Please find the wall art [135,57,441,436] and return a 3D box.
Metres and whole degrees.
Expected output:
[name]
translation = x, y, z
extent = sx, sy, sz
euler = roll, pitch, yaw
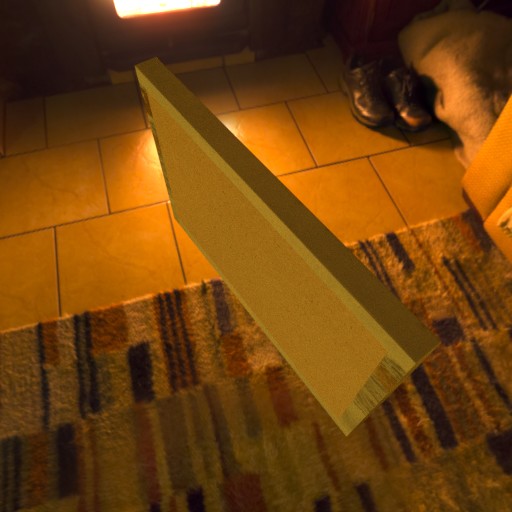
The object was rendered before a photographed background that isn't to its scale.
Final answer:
[wall art]
translation = 0.000, 0.000, 0.760
extent = 0.041, 0.407, 0.606
euler = -32, 63, -18
